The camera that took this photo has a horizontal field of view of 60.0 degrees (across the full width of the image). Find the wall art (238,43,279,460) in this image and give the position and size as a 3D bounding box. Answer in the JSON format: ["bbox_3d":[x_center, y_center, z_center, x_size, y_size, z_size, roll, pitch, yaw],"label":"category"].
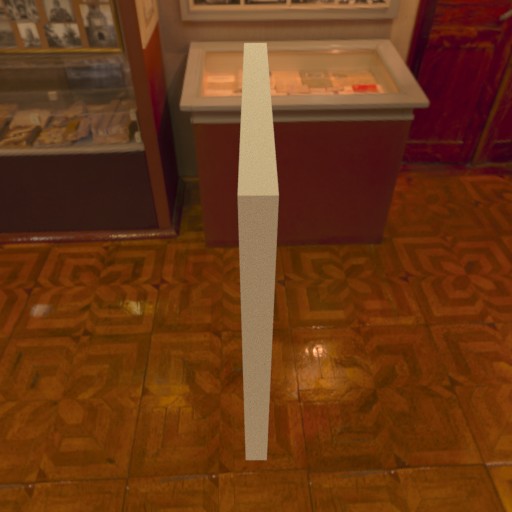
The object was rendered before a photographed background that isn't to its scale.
[{"bbox_3d":[0.000,0.000,0.758,0.039,0.553,0.451,0,42,0],"label":"wall art"}]
